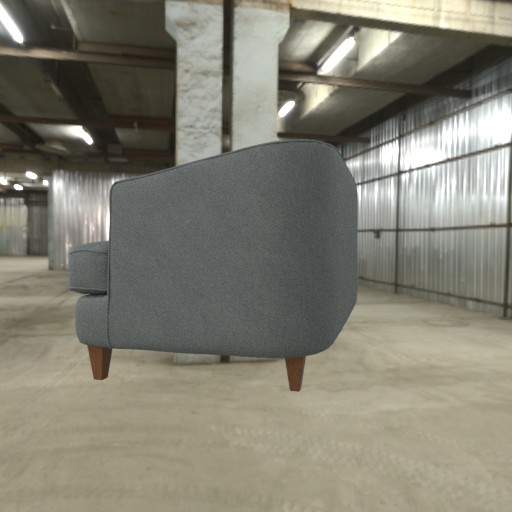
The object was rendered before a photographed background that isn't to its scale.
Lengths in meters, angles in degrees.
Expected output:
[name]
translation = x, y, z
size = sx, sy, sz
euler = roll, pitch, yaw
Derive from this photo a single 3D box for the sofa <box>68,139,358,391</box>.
[sofa]
translation = 0.000, 0.000, 2.257
size = 0.941, 0.855, 1.733
euler = 0, 2, 17
